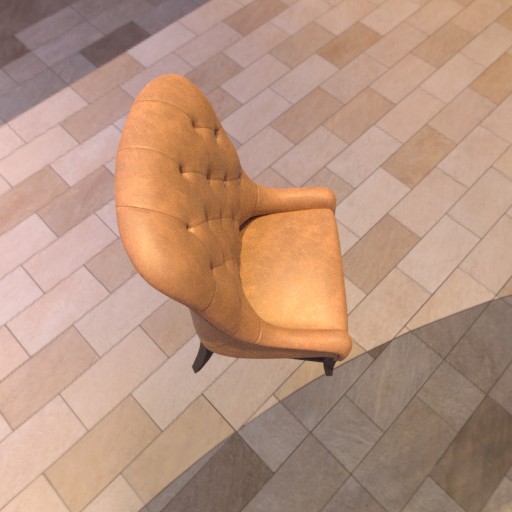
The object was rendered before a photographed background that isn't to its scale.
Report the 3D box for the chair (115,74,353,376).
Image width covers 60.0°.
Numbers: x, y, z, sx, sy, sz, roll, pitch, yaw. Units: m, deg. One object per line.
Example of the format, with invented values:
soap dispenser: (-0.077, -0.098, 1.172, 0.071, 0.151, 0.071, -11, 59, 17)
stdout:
chair: (0.000, 0.000, 1.466, 0.629, 1.091, 0.634, -1, 64, 0)
